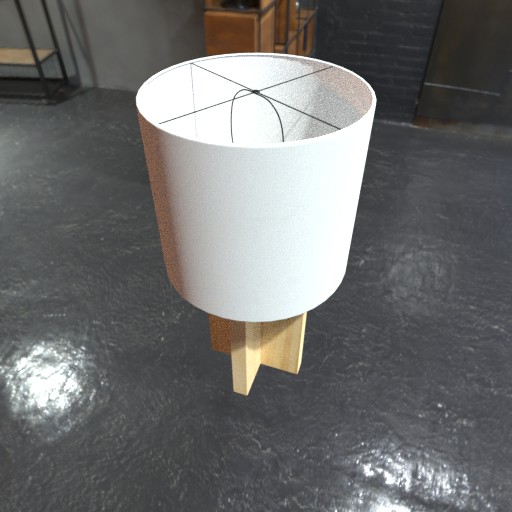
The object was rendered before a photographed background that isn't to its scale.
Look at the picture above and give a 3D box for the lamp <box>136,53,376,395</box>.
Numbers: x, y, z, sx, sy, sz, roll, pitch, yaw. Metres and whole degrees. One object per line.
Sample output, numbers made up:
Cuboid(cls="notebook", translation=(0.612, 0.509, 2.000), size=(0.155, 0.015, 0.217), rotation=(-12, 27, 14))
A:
Cuboid(cls="lamp", translation=(0.000, 0.000, 0.570), size=(0.229, 0.428, 0.229), rotation=(13, 43, 14))
